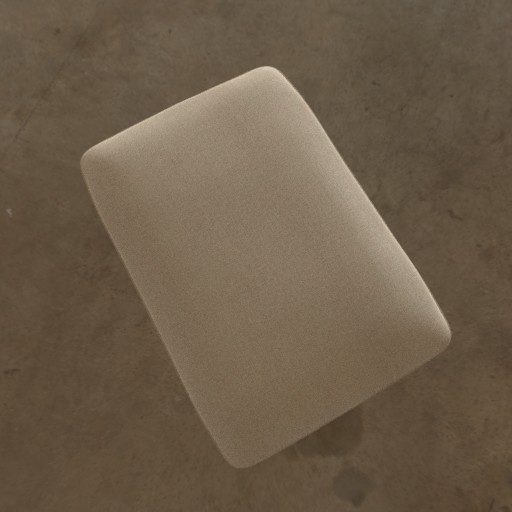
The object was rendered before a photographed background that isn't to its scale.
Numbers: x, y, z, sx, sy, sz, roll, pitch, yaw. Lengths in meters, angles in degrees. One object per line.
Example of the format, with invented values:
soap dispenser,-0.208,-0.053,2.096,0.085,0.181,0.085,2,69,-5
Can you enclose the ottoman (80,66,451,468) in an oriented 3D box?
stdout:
ottoman,0.000,0.000,1.349,0.686,0.453,0.984,-28,77,-7
